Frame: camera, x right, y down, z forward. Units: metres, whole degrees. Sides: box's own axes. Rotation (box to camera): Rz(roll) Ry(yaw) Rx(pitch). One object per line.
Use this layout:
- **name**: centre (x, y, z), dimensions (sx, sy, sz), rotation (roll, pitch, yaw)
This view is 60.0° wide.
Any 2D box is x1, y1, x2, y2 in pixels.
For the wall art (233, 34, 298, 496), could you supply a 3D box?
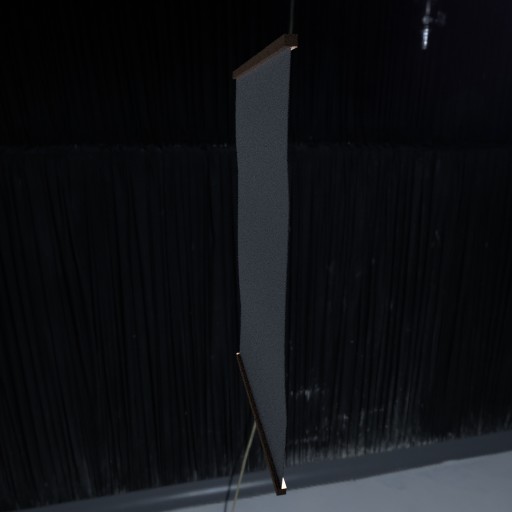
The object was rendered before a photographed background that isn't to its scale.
- **wall art**: centre (0.000, 0.000, 0.620), dimensions (0.012, 0.508, 0.332), rotation (-3, 17, -10)
